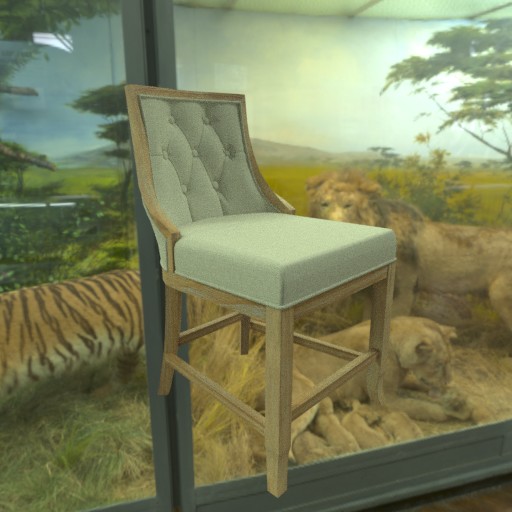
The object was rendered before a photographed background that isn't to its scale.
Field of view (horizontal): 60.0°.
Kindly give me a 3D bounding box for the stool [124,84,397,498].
[{"bbox_3d":[0.000,0.000,1.285,0.626,0.938,0.524,14,21,41],"label":"stool"}]
